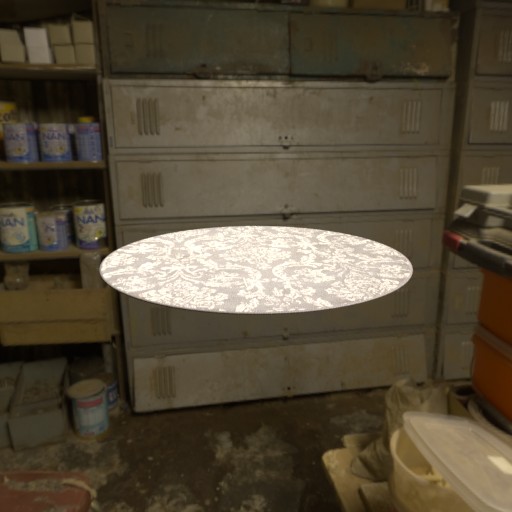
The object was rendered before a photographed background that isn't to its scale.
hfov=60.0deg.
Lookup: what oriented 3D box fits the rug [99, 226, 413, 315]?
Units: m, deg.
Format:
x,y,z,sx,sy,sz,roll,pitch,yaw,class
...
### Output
x,y,z,sx,sy,sz,roll,pitch,yaw,class
0.000,0.000,2.379,1.593,0.012,1.593,0,15,0,rug
